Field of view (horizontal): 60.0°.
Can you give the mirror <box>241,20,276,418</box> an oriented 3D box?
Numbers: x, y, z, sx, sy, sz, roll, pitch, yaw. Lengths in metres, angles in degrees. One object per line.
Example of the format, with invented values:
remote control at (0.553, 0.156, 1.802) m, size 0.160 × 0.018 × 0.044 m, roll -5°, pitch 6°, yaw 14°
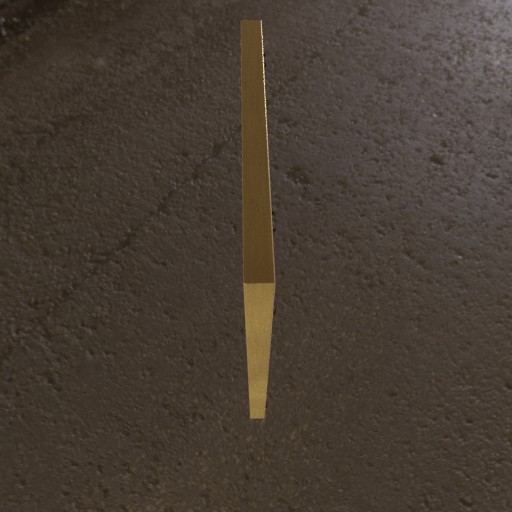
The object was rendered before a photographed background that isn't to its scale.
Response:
mirror at (0.000, 0.000, 0.925) m, size 0.040 × 0.710 × 0.507 m, roll -1°, pitch 59°, yaw -1°
